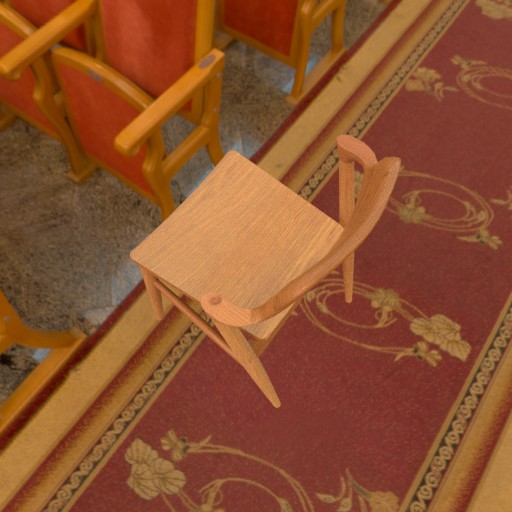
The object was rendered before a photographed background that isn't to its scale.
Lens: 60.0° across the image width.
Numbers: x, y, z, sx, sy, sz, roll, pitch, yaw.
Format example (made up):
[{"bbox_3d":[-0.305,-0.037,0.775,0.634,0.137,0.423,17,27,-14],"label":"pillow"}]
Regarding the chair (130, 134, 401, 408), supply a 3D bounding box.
[{"bbox_3d":[0.000,0.000,1.159,0.499,0.792,0.512,33,68,16],"label":"chair"}]
